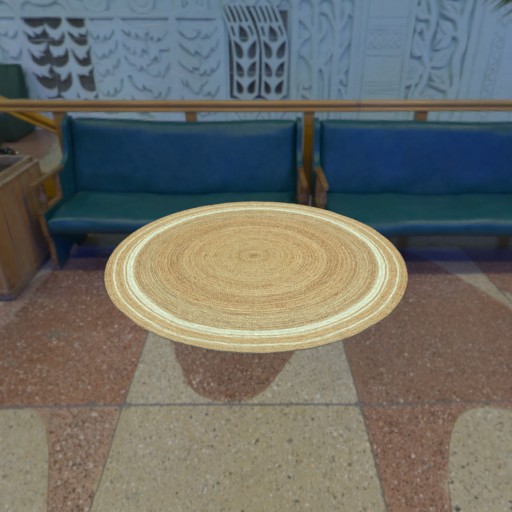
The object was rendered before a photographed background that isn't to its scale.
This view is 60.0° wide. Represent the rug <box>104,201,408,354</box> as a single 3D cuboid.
[{"bbox_3d":[0.000,0.000,3.733,2.444,0.015,2.444,0,29,0],"label":"rug"}]
